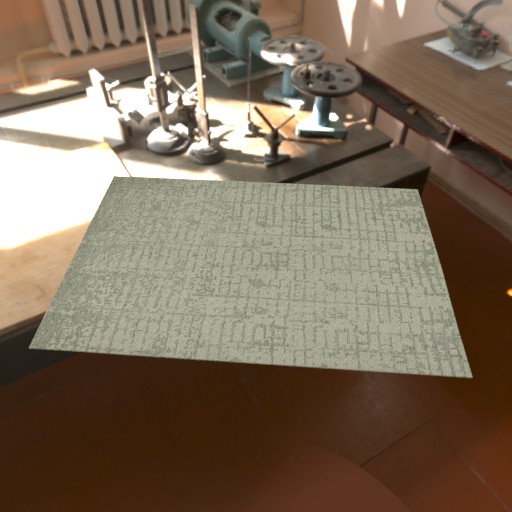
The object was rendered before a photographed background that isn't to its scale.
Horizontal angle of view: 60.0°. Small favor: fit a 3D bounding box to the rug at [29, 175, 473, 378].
[{"bbox_3d":[0.000,0.000,2.230,1.827,0.007,1.211,3,46,3],"label":"rug"}]
